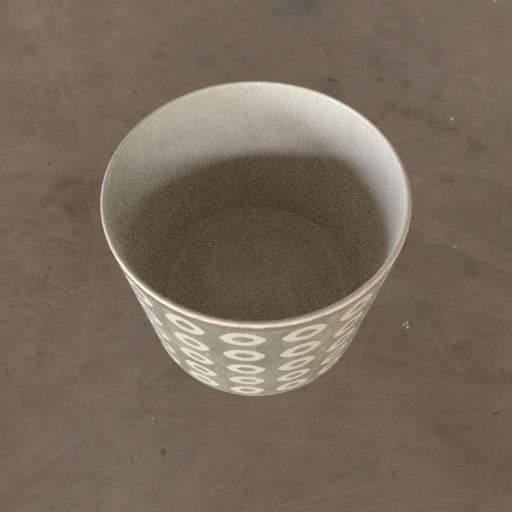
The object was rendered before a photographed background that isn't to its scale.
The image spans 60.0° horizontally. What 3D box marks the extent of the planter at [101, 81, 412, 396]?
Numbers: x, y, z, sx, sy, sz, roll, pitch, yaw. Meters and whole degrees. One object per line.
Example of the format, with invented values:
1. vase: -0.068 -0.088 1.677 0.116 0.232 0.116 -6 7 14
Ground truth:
1. planter: 0.000 0.000 0.463 0.250 0.239 0.250 0 60 0
